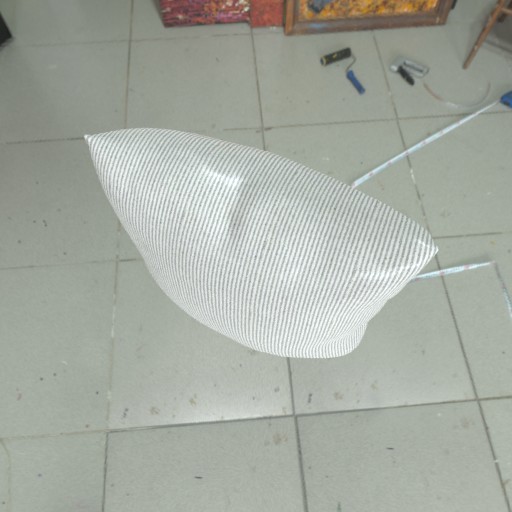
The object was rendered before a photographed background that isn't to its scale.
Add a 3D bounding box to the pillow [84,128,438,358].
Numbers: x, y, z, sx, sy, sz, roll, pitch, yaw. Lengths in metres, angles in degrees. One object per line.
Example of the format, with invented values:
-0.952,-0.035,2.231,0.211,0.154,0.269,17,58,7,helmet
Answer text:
0.000,0.000,0.711,0.310,0.432,0.387,-31,68,-14,pillow
